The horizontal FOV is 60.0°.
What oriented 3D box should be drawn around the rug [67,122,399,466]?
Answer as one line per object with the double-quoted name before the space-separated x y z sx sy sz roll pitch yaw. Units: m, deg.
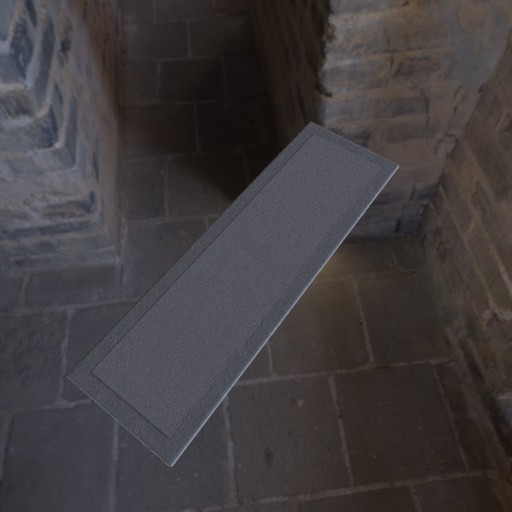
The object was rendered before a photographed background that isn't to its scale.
"rug" 0.000 0.000 2.779 0.759 0.012 2.430 32 64 18
